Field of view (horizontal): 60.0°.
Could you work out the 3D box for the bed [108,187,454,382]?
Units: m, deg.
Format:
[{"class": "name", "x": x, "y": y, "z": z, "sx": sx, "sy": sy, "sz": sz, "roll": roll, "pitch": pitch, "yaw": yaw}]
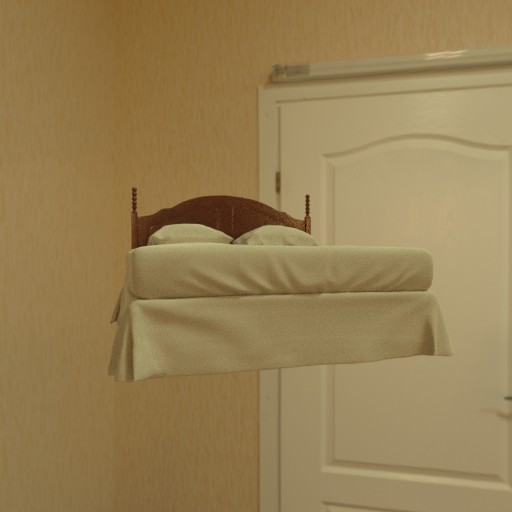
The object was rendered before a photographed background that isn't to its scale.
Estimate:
[{"class": "bed", "x": 0.000, "y": 0.000, "z": 3.642, "sx": 2.322, "sy": 1.355, "sz": 2.219, "roll": 0, "pitch": 0, "yaw": -17}]
